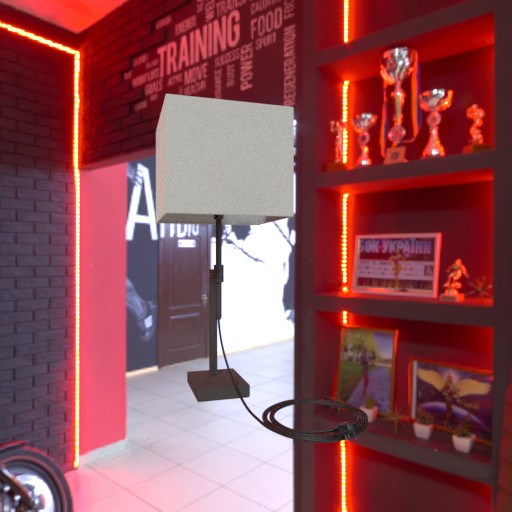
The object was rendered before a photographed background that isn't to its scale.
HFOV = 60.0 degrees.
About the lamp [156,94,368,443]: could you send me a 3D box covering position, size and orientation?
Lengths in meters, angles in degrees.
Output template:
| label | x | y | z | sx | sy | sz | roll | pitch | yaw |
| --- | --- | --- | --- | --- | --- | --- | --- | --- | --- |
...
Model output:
| label | x | y | z | sx | sy | sz | roll | pitch | yaw |
| --- | --- | --- | --- | --- | --- | --- | --- | --- | --- |
| lamp | 0.000 | 0.000 | 0.983 | 0.399 | 0.660 | 0.504 | 0 | 0 | -17 |
